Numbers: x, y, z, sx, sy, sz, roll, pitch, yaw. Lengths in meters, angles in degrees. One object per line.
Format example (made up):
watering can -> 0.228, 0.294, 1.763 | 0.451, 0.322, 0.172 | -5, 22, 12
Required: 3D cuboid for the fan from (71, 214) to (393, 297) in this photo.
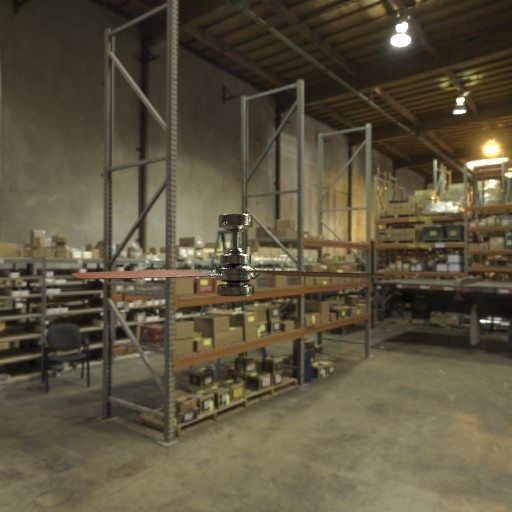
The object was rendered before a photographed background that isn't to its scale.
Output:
fan -> 0.000, 0.000, 2.115 | 1.271, 0.410, 1.416 | 0, -1, 36
